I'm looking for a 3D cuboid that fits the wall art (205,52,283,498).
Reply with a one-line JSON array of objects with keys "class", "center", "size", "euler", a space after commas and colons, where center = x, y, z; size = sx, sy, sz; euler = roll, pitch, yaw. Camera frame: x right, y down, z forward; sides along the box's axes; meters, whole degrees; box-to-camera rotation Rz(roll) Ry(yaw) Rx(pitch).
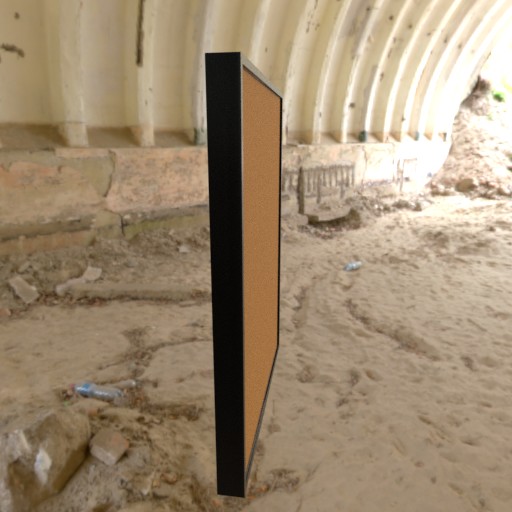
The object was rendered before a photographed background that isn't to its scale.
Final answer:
[{"class": "wall art", "center": [0.000, 0.000, 0.742], "size": [0.039, 0.553, 0.451], "euler": [2, 15, 9]}]
